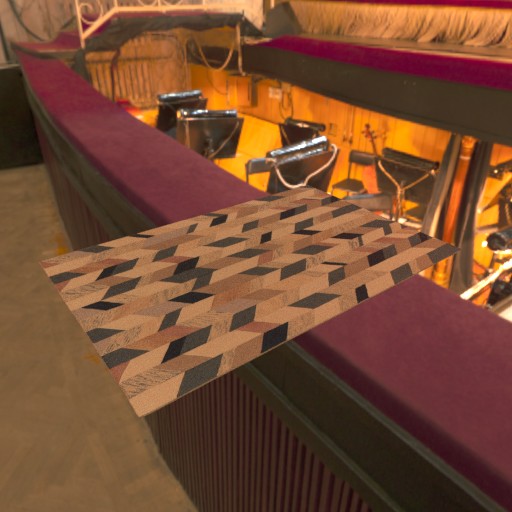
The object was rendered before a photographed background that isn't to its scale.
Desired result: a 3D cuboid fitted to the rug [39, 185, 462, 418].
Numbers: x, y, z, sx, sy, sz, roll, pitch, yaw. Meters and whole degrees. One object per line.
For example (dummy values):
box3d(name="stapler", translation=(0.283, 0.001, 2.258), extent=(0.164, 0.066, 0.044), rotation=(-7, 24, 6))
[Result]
box3d(name="rug", translation=(0.000, 0.000, 2.268), extent=(1.813, 0.006, 1.202), rotation=(-20, 35, -31))
